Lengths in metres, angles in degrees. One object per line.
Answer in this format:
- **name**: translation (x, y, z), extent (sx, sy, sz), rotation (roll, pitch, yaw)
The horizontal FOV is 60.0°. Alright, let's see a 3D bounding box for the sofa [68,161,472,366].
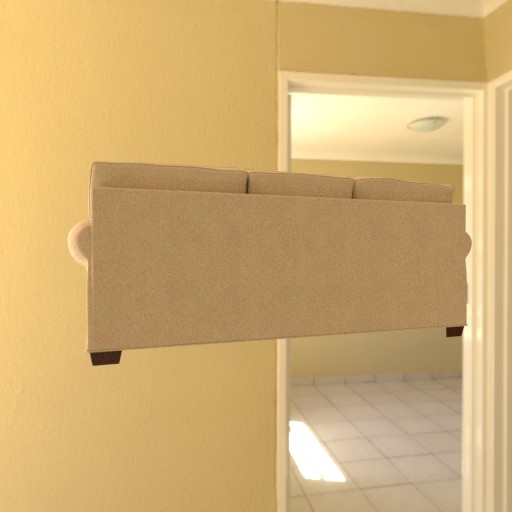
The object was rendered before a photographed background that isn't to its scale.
- **sofa**: translation (0.000, 0.000, 2.328), extent (1.770, 0.734, 1.226), rotation (0, 0, -20)
